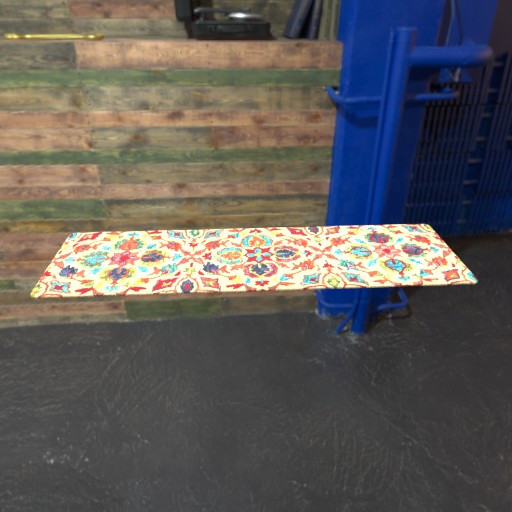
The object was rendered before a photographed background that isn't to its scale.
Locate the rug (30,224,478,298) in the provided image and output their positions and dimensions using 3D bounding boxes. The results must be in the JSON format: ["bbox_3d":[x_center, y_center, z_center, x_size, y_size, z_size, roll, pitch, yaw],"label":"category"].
[{"bbox_3d":[0.000,0.000,2.522,2.273,0.016,0.693,-2,30,-3],"label":"rug"}]
